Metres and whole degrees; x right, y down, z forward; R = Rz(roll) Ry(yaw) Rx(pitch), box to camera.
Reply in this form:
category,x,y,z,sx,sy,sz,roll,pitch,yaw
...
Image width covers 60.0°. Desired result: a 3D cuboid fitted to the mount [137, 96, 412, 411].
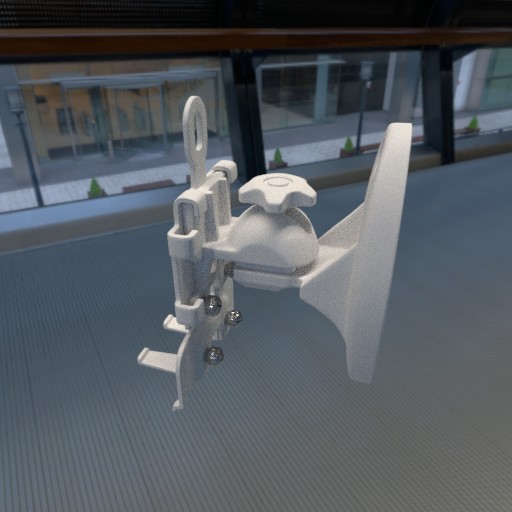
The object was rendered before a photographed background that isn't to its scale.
category,x,y,z,sx,sy,sz,roll,pitch,yaw
mount,0.000,0.000,0.174,0.100,0.118,0.066,8,30,13
